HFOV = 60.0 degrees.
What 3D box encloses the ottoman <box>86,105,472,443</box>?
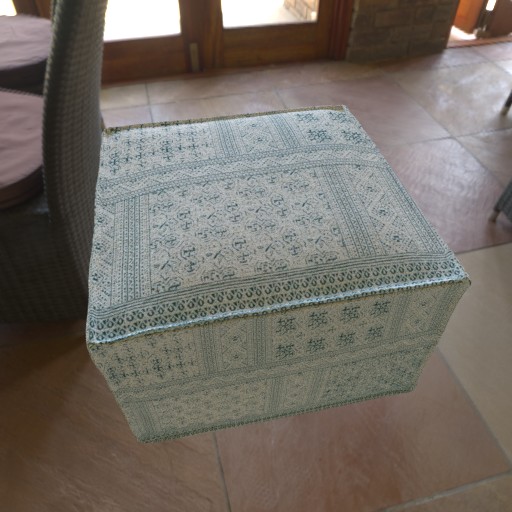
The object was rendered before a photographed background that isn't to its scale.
[{"bbox_3d":[0.000,0.000,1.014,0.626,0.439,0.617,-8,47,-8],"label":"ottoman"}]
